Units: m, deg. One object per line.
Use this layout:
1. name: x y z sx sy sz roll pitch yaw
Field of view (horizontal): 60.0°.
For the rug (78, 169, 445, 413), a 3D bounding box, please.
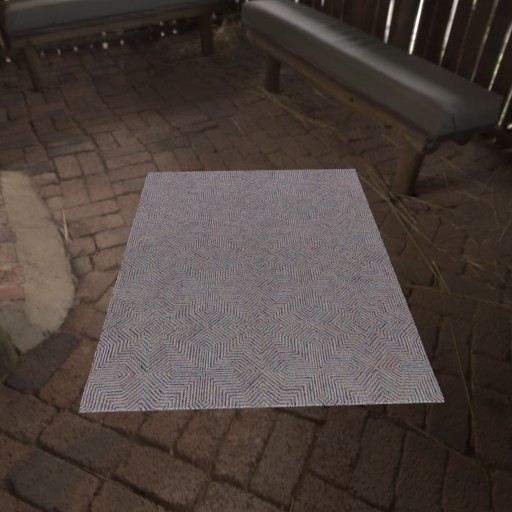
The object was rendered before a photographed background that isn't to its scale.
1. rug: 0.000 0.000 4.088 2.442 0.008 3.046 -1 41 -1
